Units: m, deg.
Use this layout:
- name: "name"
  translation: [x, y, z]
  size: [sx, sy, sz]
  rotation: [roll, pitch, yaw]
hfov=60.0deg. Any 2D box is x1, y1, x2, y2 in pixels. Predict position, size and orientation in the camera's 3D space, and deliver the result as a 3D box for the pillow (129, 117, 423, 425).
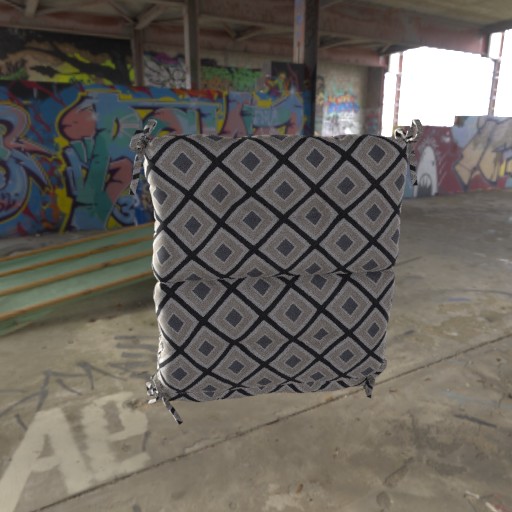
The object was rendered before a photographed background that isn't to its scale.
- name: "pillow"
  translation: [0.000, 0.000, 1.038]
  size: [0.519, 0.605, 0.571]
  rotation: [-2, 16, -9]
